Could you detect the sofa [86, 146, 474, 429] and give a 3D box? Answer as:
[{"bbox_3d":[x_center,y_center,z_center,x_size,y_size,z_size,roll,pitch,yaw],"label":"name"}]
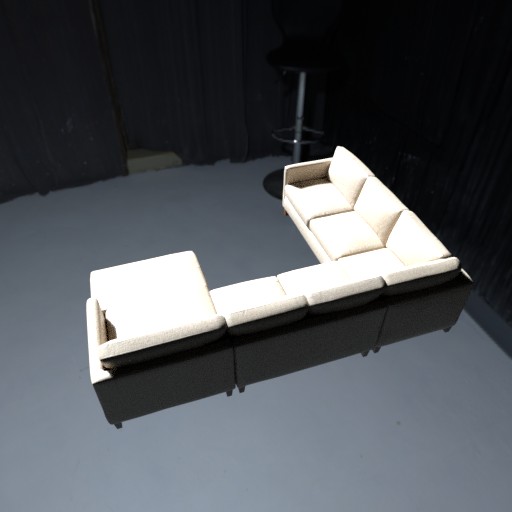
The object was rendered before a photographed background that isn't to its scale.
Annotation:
[{"bbox_3d":[0.000,0.000,4.763,3.460,0.961,2.594,-12,43,-14],"label":"sofa"}]
